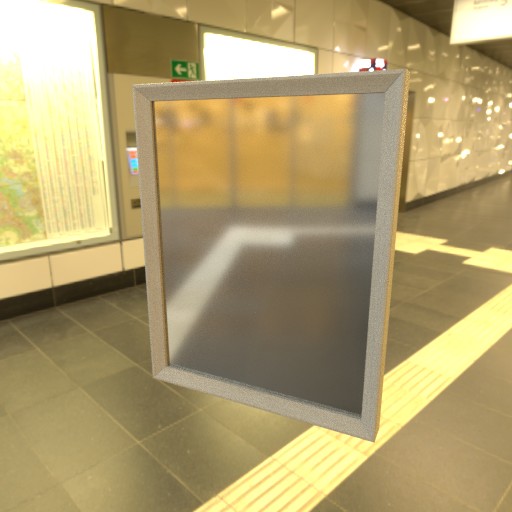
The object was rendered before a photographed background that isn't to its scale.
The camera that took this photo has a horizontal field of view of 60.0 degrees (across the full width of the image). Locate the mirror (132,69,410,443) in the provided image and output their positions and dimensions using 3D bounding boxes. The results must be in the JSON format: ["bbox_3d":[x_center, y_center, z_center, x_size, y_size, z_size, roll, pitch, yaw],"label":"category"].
[{"bbox_3d":[0.000,0.000,0.683,0.406,0.509,0.041,7,17,25],"label":"mirror"}]
